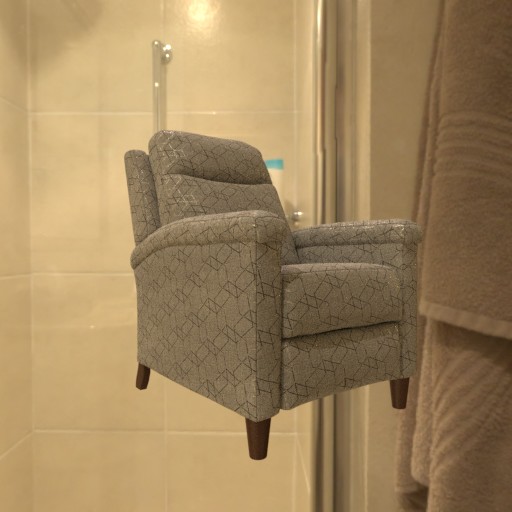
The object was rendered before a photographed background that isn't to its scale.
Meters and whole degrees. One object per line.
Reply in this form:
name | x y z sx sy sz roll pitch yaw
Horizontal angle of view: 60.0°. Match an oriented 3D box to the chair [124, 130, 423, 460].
chair | 0.000 0.000 1.693 0.753 1.048 0.987 -1 1 -36
